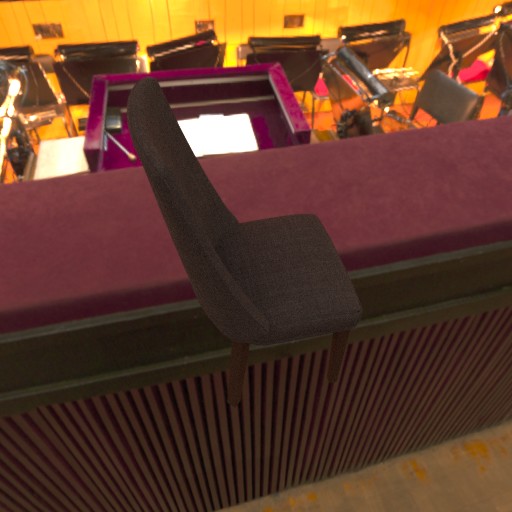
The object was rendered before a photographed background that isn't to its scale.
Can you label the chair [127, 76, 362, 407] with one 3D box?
[{"bbox_3d":[0.000,0.000,1.379,0.577,1.050,0.510,-9,47,-9],"label":"chair"}]
